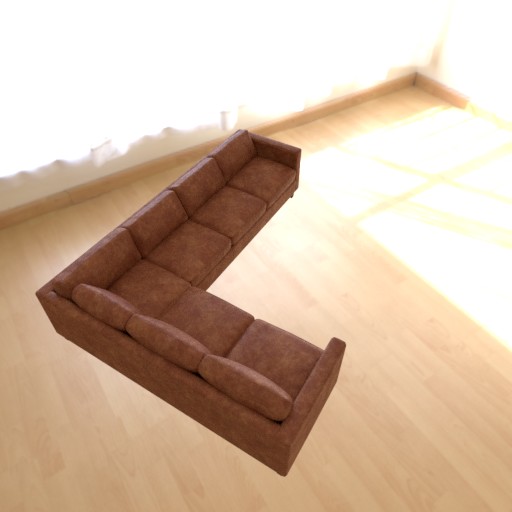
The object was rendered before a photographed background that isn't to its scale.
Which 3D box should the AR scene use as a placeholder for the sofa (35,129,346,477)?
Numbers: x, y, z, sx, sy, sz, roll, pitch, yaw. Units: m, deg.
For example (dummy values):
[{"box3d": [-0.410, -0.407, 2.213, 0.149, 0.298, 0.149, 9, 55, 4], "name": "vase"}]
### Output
[{"box3d": [0.000, 0.000, 4.398, 2.438, 0.838, 3.150, 24, 50, 21], "name": "sofa"}]
